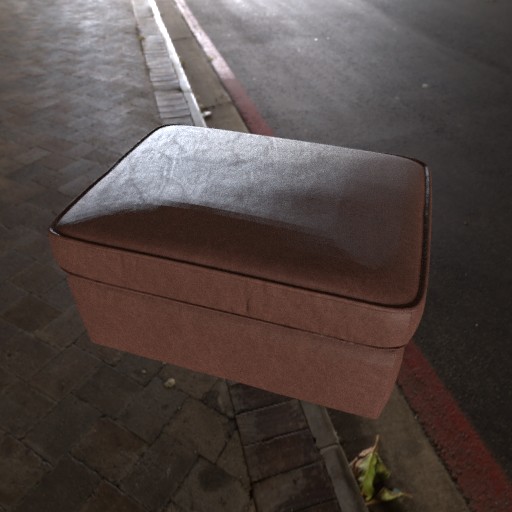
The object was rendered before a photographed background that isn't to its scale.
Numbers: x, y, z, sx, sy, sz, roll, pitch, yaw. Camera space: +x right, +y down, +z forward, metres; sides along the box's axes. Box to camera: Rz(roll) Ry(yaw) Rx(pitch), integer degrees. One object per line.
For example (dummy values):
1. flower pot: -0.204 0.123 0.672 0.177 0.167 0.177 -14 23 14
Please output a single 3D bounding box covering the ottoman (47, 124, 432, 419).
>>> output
1. ottoman: 0.000 0.000 1.096 0.749 0.449 0.548 12 42 13
